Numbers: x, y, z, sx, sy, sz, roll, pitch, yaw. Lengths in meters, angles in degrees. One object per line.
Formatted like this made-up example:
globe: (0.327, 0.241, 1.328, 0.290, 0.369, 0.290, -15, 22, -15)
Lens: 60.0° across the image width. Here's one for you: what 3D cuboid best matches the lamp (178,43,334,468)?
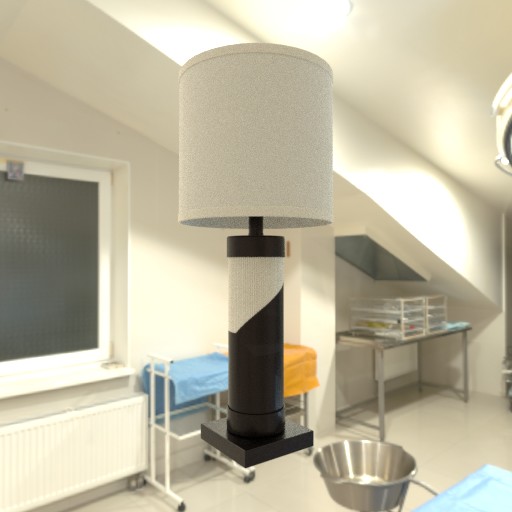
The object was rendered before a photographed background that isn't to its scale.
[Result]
lamp: (0.000, 0.000, 0.608, 0.211, 0.509, 0.211, 0, -1, -36)
